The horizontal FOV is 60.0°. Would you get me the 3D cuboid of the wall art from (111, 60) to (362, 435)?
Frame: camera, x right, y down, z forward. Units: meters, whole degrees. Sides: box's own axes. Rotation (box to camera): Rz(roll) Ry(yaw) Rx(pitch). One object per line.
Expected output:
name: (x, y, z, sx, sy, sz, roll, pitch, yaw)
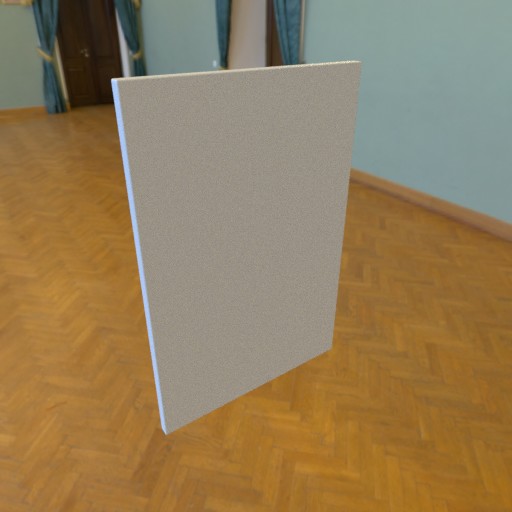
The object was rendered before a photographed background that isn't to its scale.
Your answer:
wall art: (0.000, 0.000, 1.040, 0.556, 0.813, 0.026, -19, 34, -31)
